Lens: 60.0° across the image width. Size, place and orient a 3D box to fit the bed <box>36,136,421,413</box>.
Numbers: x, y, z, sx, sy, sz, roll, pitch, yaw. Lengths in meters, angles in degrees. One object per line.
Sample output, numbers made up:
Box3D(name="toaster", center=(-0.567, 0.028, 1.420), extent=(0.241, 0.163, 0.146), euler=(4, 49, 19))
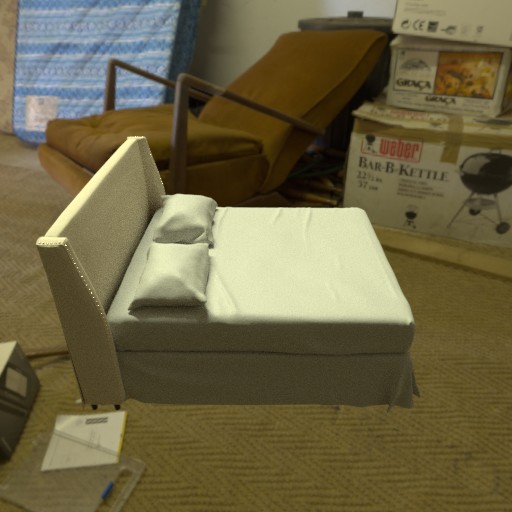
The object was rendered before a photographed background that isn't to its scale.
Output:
Box3D(name="bed", center=(0.000, 0.000, 3.407), extent=(2.276, 1.332, 1.925), euler=(0, 32, 1))
